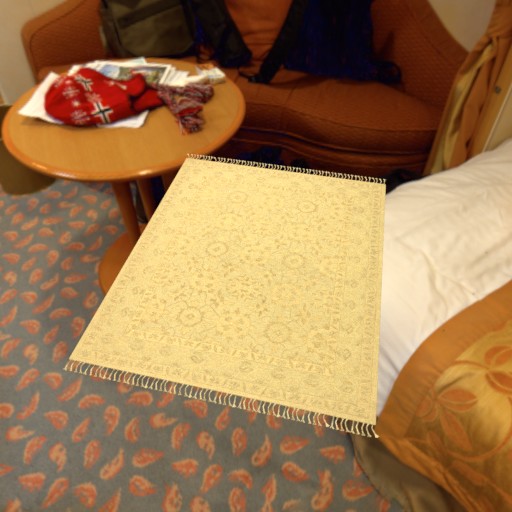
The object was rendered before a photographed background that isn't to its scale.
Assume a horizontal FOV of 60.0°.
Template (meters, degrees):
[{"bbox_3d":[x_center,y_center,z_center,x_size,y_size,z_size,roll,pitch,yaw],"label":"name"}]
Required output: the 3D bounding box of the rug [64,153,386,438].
[{"bbox_3d":[0.000,0.000,4.275,2.444,0.013,3.043,9,47,9],"label":"rug"}]
